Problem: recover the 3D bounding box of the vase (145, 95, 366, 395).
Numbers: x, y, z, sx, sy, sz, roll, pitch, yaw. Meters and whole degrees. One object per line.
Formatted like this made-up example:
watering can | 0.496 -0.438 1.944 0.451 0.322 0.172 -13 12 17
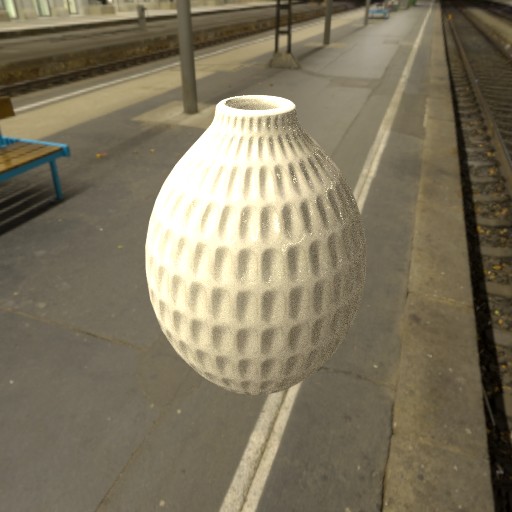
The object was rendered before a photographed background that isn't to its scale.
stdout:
vase | 0.000 0.000 0.333 0.162 0.223 0.162 0 31 0
